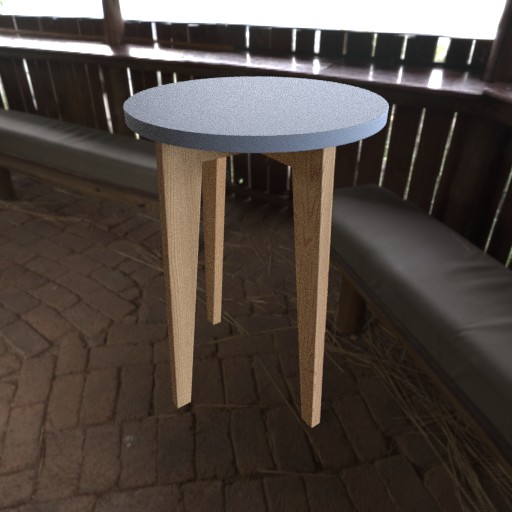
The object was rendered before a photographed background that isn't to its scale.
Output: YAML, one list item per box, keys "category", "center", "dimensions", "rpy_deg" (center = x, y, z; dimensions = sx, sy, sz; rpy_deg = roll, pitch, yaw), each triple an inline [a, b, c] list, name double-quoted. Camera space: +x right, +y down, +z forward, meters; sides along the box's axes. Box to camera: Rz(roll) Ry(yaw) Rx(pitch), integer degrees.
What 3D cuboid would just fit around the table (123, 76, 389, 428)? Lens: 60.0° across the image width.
- category: "table"
  center: [0.000, 0.000, 0.733]
  dimensions: [0.350, 0.500, 0.350]
  rpy_deg: [0, 31, 0]
